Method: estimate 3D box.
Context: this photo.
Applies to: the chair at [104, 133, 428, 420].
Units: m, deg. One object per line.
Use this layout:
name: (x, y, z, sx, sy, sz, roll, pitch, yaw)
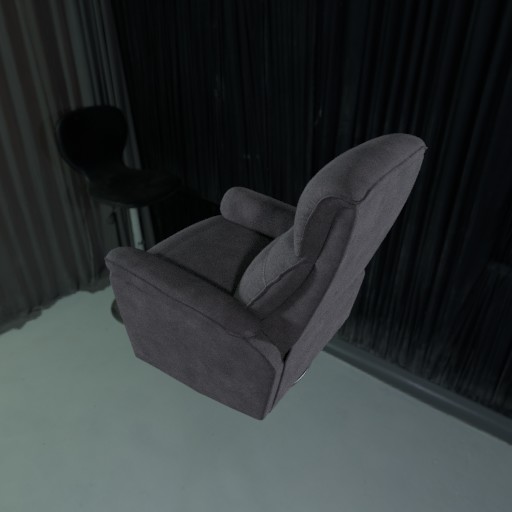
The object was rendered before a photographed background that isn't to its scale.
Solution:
chair: (0.000, 0.000, 1.746, 1.009, 1.035, 0.830, 20, 36, 29)
